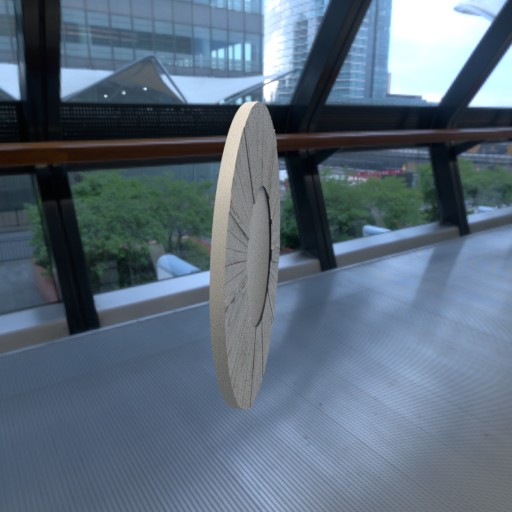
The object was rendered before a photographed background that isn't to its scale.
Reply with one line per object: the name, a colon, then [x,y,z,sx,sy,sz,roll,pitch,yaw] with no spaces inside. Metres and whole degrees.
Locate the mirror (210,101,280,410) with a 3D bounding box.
mirror: [0.000,0.000,1.390,0.038,0.914,0.914,3,16,10]
